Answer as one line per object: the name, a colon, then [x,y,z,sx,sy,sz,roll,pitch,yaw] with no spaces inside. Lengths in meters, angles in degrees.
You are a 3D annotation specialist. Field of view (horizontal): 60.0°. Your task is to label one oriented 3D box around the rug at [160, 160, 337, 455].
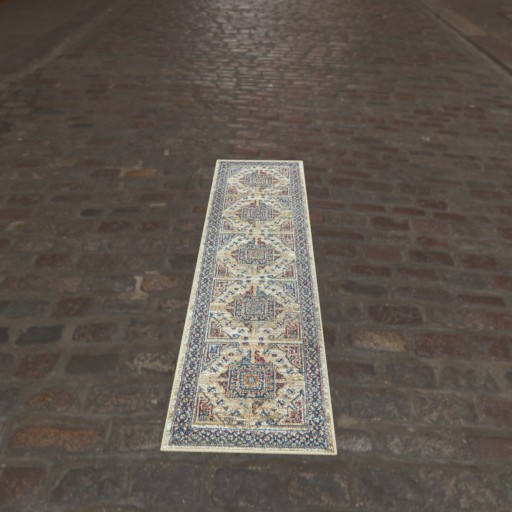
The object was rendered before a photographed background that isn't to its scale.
rug: [0.000,0.000,2.535,0.661,0.013,2.297,1,40,1]
